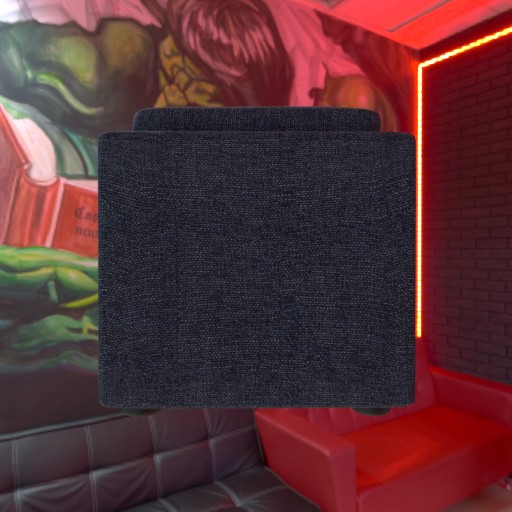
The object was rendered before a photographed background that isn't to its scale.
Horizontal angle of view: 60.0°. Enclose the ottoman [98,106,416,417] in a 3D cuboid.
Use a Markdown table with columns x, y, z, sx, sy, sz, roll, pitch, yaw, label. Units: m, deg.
| x | y | z | sx | sy | sz | roll | pitch | yaw | label |
| --- | --- | --- | --- | --- | --- | --- | --- | --- | --- |
| 0.000 | 0.000 | 0.835 | 0.450 | 0.460 | 0.450 | 0 | 0 | -1 | ottoman |
